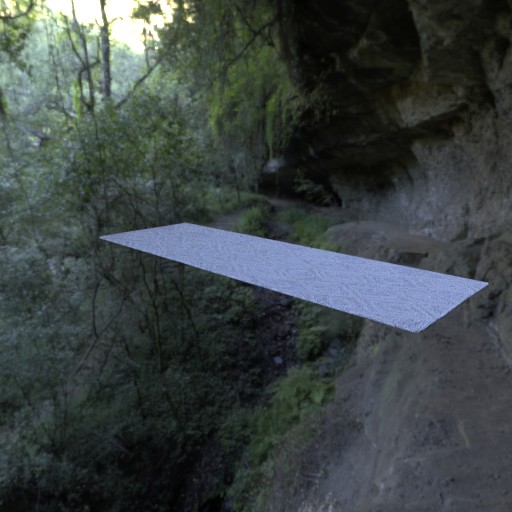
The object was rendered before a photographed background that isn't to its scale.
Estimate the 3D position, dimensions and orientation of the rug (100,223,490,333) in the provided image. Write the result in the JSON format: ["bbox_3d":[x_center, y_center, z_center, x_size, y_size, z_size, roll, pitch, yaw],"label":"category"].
[{"bbox_3d":[0.000,0.000,2.711,2.436,0.013,0.807,13,20,42],"label":"rug"}]
